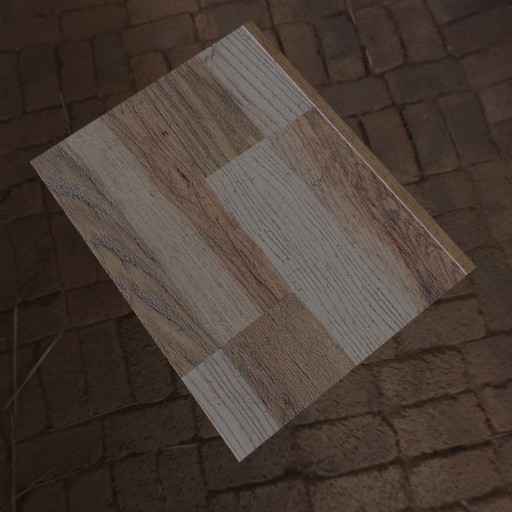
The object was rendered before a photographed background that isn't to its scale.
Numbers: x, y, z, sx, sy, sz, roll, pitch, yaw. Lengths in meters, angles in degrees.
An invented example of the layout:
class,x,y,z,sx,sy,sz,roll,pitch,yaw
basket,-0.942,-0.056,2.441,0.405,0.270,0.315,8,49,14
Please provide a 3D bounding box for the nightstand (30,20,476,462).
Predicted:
class,x,y,z,sx,sy,sz,roll,pitch,yaw
nightstand,0.000,0.000,0.992,0.481,0.632,0.558,-37,79,-9
